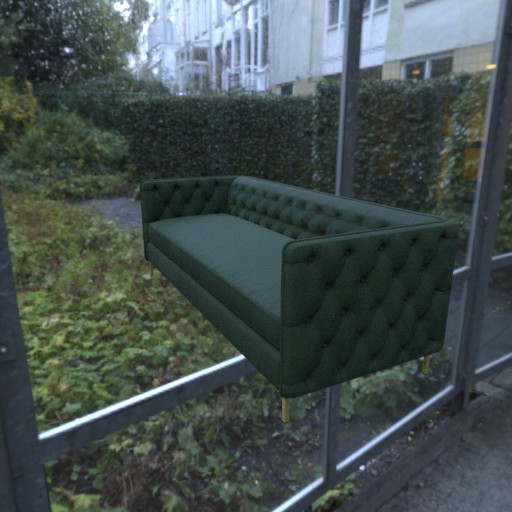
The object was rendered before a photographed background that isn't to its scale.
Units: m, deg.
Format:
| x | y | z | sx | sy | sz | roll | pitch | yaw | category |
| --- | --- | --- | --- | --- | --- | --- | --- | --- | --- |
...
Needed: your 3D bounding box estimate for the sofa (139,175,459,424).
| x | y | z | sx | sy | sz | roll | pitch | yaw | category |
| --- | --- | --- | --- | --- | --- | --- | --- | --- | --- |
| 0.000 | 0.000 | 2.745 | 0.895 | 0.771 | 2.209 | -8 | 18 | -26 | sofa |
